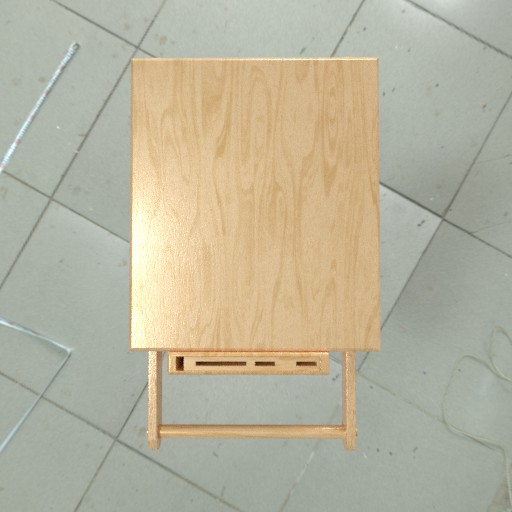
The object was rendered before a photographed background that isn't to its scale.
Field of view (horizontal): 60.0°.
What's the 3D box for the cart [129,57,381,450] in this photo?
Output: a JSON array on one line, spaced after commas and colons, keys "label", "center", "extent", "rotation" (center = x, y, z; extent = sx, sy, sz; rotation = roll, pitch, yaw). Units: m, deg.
[{"label": "cart", "center": [0.000, 0.000, 1.313], "extent": [0.520, 0.816, 0.843], "rotation": [0, 89, 0]}]
